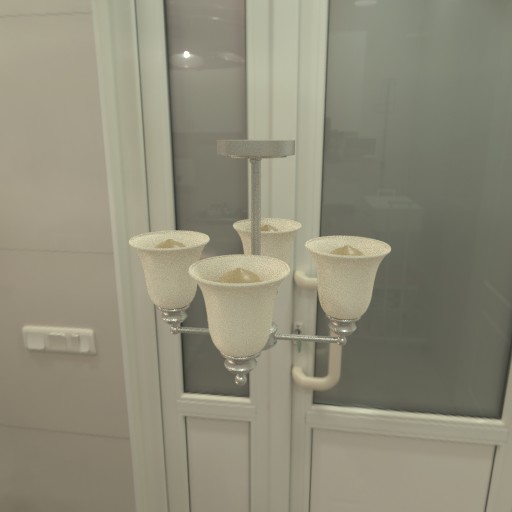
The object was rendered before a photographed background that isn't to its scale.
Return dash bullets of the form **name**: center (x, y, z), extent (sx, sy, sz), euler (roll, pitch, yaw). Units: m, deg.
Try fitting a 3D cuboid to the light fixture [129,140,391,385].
- **light fixture**: center (0.000, 0.000, 0.732), extent (0.427, 0.370, 0.427), euler (2, 16, 8)
